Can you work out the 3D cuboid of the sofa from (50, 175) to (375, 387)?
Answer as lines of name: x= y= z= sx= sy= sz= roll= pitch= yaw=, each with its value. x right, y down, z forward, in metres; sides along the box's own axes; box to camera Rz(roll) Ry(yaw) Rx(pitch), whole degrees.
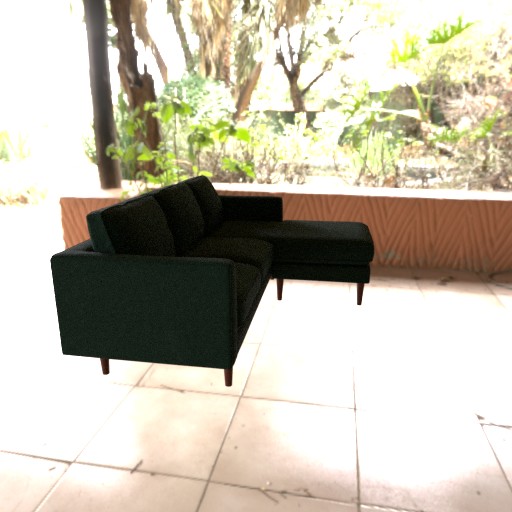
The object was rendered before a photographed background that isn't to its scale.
sofa: x=0.000 y=0.000 z=2.915 sx=1.580 sy=0.899 sz=2.030 roll=3 pitch=16 yaw=9
